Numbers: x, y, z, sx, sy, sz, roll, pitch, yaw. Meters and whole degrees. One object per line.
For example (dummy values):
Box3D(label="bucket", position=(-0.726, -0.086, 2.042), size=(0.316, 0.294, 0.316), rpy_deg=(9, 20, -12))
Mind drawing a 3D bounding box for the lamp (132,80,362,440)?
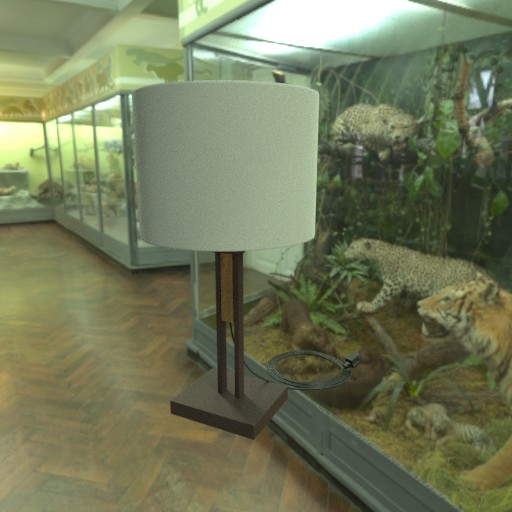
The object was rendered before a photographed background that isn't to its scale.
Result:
Box3D(label="lamp", position=(0.000, 0.000, 0.997), size=(0.396, 0.668, 0.525), rpy_deg=(6, 14, 26))
